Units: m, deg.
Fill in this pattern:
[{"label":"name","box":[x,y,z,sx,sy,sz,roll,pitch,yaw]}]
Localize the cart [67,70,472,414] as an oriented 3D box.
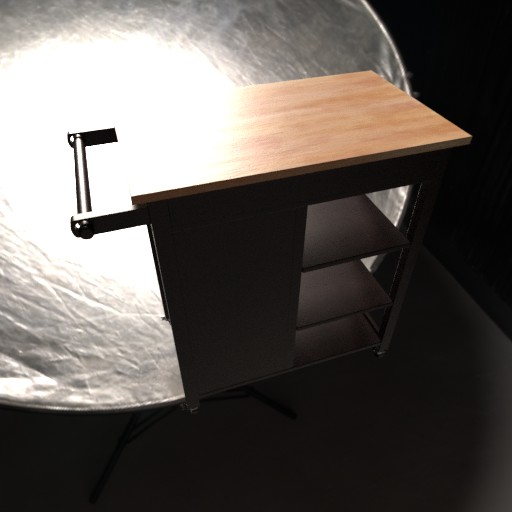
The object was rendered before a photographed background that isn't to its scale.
[{"label":"cart","box":[0.000,0.000,1.384,0.914,0.878,0.472,-13,43,-14]}]
